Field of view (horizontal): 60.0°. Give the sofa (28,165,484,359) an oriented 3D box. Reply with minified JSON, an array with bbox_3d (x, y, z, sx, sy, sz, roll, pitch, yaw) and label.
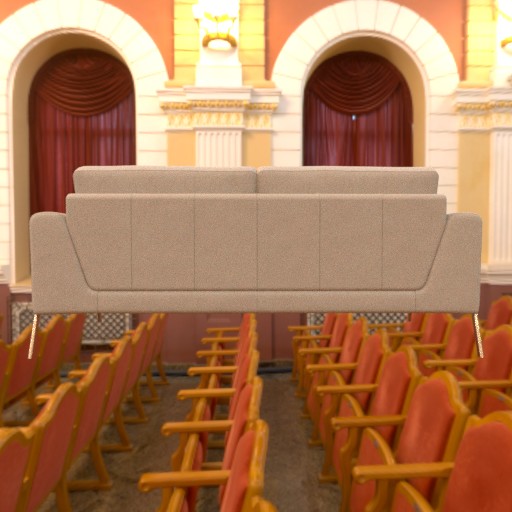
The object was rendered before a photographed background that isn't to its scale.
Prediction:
[{"bbox_3d":[0.000,0.000,2.410,2.017,0.875,0.953,0,2,-1],"label":"sofa"}]
